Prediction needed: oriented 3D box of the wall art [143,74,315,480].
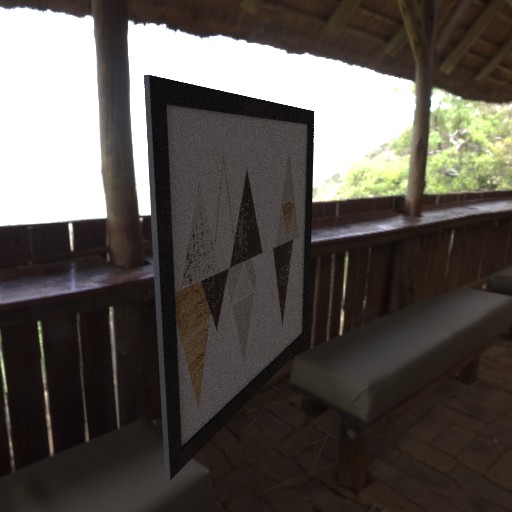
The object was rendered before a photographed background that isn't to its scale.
[{"bbox_3d":[0.000,0.000,1.221,0.013,0.823,0.823,7,15,27],"label":"wall art"}]
